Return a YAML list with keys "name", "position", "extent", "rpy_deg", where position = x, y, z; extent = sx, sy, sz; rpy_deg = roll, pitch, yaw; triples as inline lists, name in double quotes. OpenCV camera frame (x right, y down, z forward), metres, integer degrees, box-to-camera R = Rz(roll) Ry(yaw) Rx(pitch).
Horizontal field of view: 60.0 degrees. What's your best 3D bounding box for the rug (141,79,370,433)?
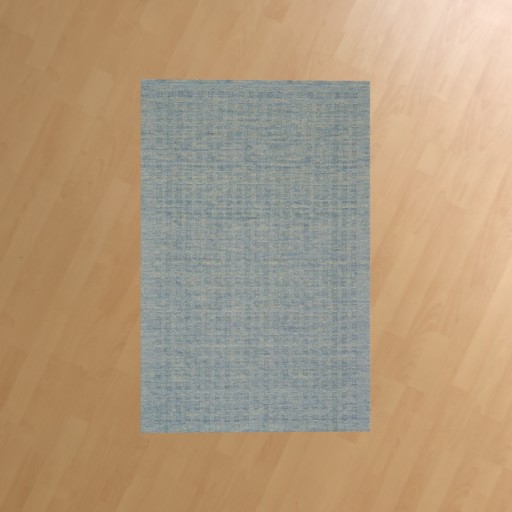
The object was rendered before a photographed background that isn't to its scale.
- name: "rug"
  position: [0.000, 0.000, 2.208]
  extent: [1.142, 0.006, 1.752]
  rpy_deg: [0, 90, -1]
